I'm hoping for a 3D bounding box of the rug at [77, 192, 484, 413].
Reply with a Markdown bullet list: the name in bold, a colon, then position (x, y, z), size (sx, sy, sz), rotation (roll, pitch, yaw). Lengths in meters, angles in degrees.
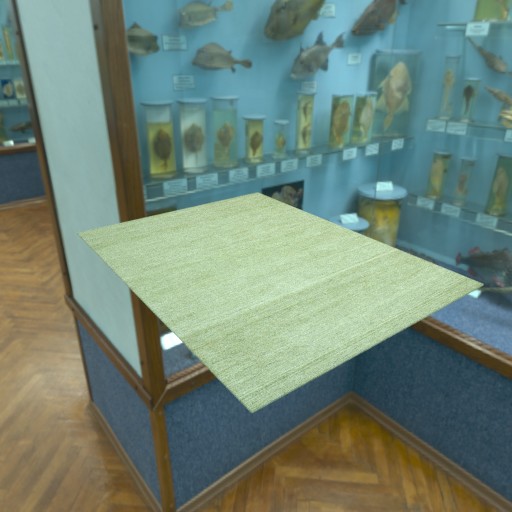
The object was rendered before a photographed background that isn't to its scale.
- **rug**: position (0.000, 0.000, 4.249), size (2.425, 0.016, 3.198), rotation (-18, 31, -32)
